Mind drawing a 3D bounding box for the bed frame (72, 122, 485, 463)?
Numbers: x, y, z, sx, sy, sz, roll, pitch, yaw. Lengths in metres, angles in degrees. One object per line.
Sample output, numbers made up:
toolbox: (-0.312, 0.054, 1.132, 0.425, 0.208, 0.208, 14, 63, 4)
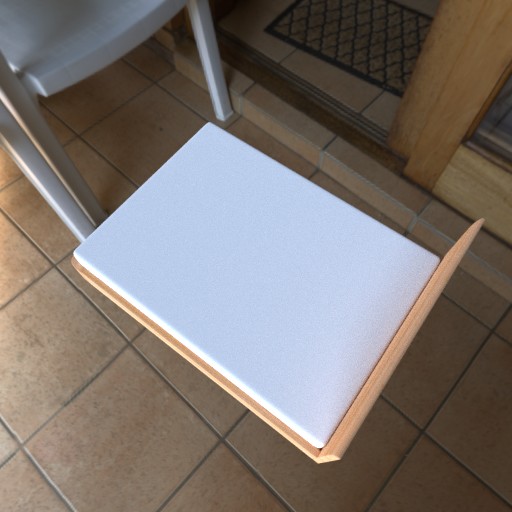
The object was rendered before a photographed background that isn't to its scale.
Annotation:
bed frame: (0.000, 0.000, 2.809, 1.992, 0.940, 1.472, 34, 68, 15)
